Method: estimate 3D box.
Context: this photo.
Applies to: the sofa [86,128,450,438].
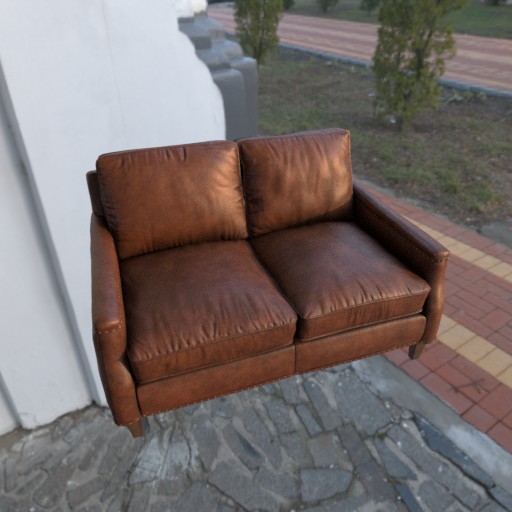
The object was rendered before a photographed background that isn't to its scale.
[{"bbox_3d":[0.000,0.000,2.268,1.628,1.003,1.083,-10,34,-16],"label":"sofa"}]
